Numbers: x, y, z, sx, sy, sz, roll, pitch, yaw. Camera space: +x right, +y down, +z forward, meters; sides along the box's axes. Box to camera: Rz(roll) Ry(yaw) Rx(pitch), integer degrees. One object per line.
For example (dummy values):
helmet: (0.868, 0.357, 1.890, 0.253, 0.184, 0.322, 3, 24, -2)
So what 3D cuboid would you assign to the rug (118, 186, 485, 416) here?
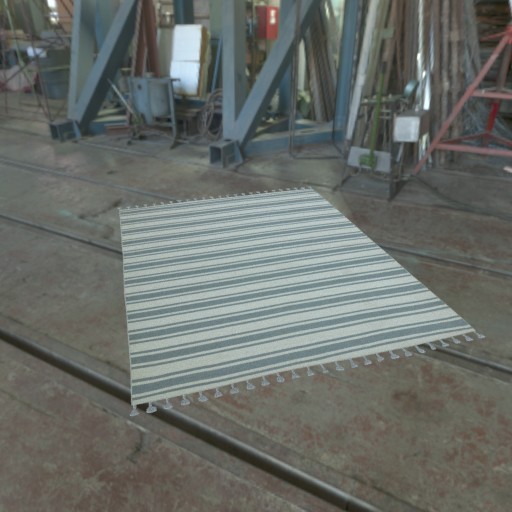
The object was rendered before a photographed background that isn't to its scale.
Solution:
rug: (0.000, 0.000, 4.150, 2.439, 0.005, 3.201, -8, 30, -14)
